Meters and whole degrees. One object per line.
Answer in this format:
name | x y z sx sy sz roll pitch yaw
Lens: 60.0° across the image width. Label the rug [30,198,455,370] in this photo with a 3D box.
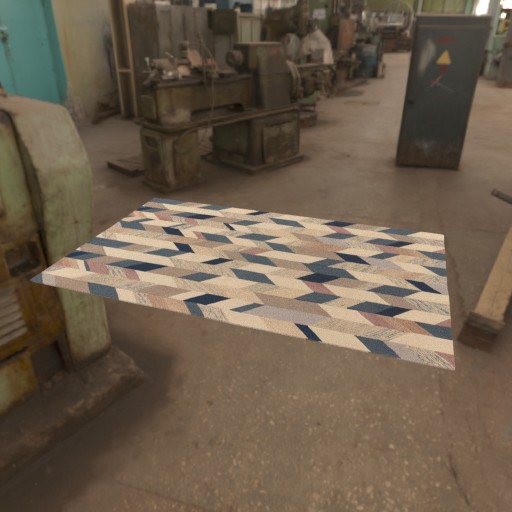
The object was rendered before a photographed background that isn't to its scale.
rug | 0.000 0.000 2.987 2.423 0.008 1.513 9 29 16
